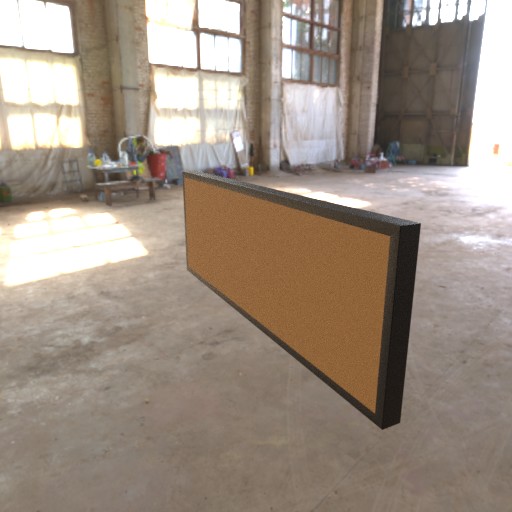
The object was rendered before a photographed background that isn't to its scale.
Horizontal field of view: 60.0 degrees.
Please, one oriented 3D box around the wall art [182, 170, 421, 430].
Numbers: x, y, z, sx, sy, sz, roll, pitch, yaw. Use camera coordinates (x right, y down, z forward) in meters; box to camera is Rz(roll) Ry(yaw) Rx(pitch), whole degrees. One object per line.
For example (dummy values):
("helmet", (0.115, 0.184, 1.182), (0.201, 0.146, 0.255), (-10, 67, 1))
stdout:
("wall art", (0.000, 0.000, 0.977), (0.037, 0.303, 0.860), (-8, 18, -26))
